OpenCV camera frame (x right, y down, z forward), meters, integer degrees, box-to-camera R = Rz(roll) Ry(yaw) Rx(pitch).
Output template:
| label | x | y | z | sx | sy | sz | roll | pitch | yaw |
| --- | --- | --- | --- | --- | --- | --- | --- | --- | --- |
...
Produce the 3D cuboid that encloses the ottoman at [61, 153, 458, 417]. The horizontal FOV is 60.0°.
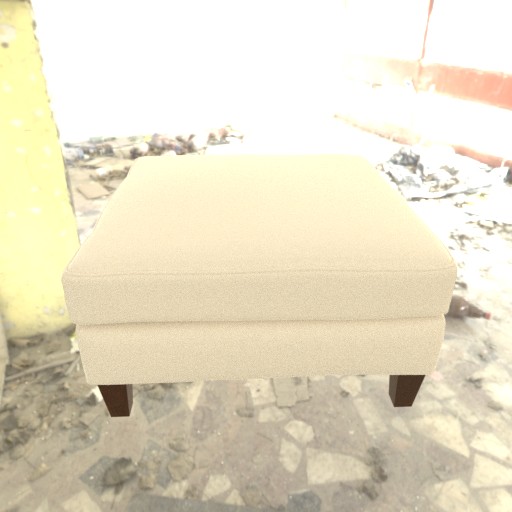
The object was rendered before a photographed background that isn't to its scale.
| label | x | y | z | sx | sy | sz | roll | pitch | yaw |
| --- | --- | --- | --- | --- | --- | --- | --- | --- | --- |
| ottoman | 0.000 | 0.000 | 1.335 | 0.838 | 0.479 | 0.838 | -1 | 29 | -2 |
